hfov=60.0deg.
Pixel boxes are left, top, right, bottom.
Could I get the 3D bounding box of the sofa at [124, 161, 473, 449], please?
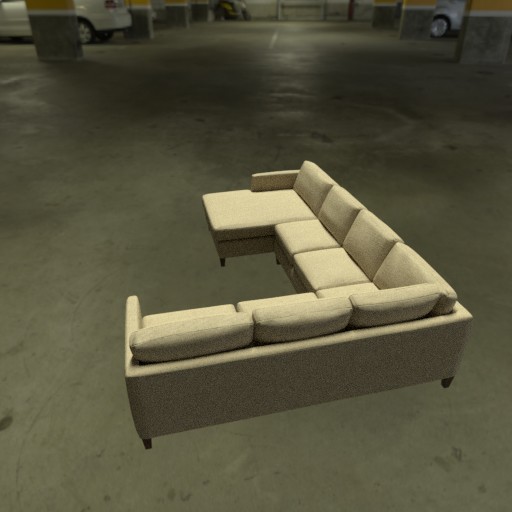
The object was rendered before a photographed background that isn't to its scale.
[{"bbox_3d":[0.000,0.000,4.618,2.593,0.959,3.460,-7,31,-12],"label":"sofa"}]
